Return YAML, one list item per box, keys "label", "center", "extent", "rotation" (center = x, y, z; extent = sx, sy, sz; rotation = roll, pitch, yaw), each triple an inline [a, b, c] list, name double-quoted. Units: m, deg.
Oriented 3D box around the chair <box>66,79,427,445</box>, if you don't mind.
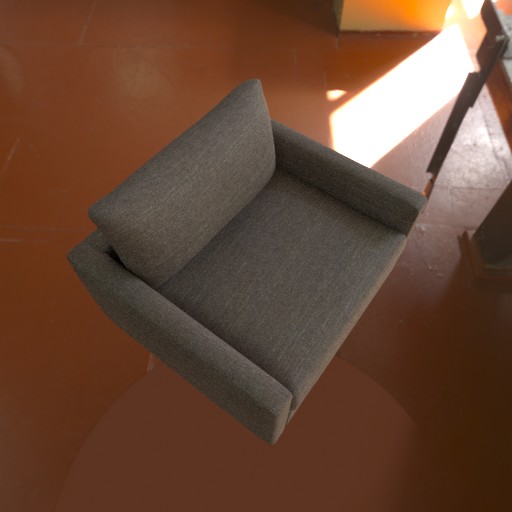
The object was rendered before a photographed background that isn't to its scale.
- label: "chair"
  center: [0.000, 0.000, 1.614]
  extent: [0.845, 0.841, 0.940]
  rotation: [32, 63, 18]
